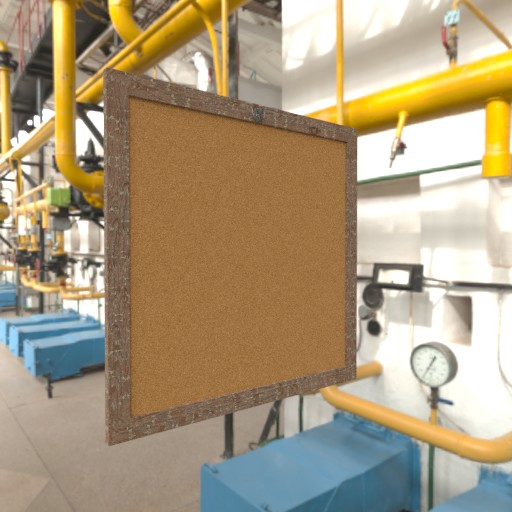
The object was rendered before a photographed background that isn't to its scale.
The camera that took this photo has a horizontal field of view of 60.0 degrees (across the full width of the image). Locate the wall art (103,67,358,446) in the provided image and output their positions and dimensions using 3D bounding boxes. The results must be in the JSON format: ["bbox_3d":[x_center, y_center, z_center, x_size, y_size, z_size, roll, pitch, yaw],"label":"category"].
[{"bbox_3d":[0.000,0.000,0.568,0.384,0.384,0.012,-1,1,-37],"label":"wall art"}]
